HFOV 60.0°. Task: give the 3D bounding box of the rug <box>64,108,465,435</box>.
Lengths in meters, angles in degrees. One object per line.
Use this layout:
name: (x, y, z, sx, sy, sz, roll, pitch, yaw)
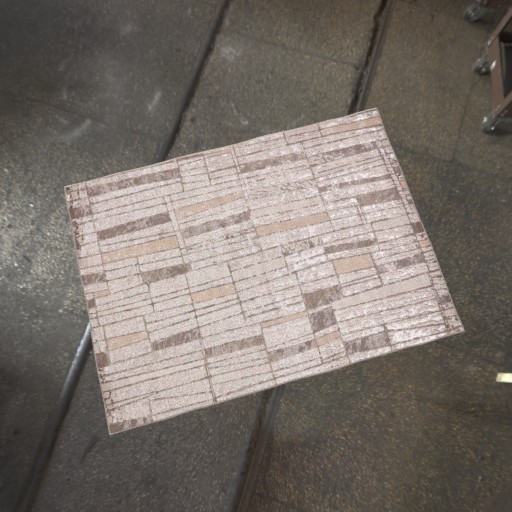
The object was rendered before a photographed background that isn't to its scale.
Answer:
rug: (0.000, 0.000, 4.295, 3.357, 0.019, 2.449, -15, 76, -4)
